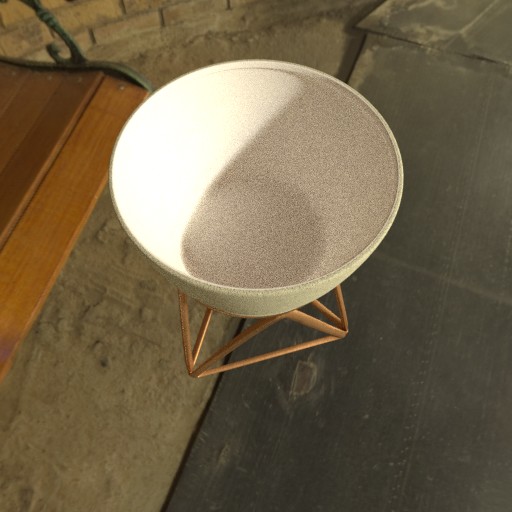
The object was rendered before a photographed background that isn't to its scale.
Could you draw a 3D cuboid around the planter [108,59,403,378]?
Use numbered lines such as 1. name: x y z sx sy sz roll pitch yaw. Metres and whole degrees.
1. planter: 0.000 0.000 0.751 0.350 0.504 0.350 -14 64 -7
